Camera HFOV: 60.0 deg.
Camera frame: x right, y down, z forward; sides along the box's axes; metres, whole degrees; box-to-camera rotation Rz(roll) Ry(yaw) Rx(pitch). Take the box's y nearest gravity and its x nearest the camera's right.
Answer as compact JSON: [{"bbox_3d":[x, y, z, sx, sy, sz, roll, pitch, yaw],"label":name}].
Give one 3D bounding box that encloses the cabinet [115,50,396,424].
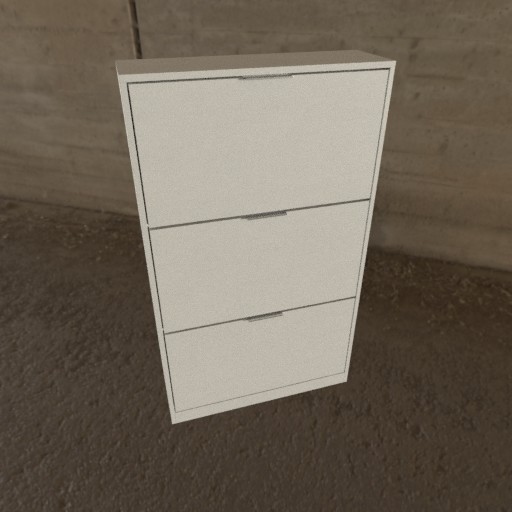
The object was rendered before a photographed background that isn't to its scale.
[{"bbox_3d":[0.000,0.000,1.572,0.750,1.280,0.250,-9,33,-14],"label":"cabinet"}]
